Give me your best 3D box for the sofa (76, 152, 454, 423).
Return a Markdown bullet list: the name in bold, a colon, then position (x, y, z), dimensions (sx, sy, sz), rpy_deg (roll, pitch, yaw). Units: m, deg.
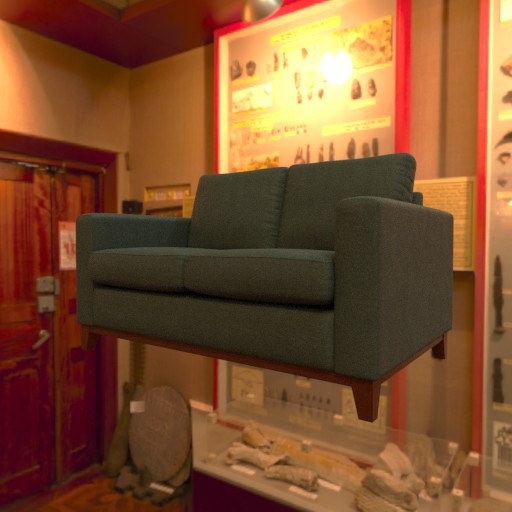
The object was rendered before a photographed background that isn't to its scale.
- **sofa**: position (0.000, 0.000, 2.022), dimensions (1.489, 0.903, 0.955), rpy_deg (1, 2, 36)
